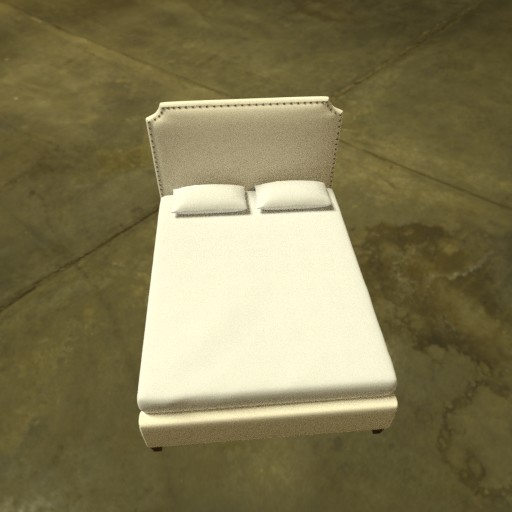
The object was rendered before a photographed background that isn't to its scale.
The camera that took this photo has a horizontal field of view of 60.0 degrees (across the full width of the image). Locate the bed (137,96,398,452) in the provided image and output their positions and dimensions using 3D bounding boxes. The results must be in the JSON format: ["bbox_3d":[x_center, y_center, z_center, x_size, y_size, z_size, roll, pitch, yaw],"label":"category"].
[{"bbox_3d":[0.000,0.000,3.468,1.712,1.497,2.372,-3,45,-3],"label":"bed"}]
